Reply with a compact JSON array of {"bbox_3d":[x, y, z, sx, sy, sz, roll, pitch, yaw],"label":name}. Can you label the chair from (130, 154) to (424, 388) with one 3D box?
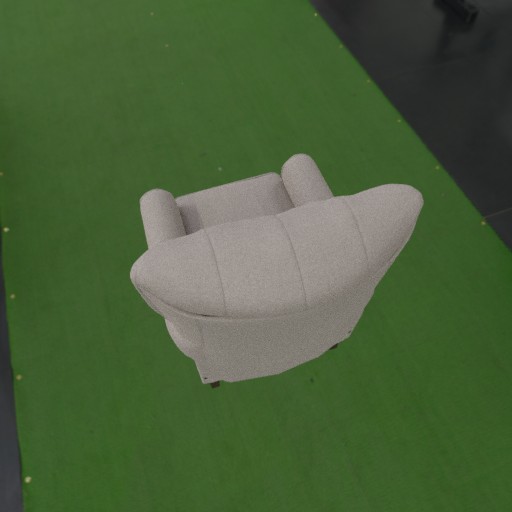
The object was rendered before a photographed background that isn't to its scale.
[{"bbox_3d":[0.000,0.000,1.930,0.942,1.209,1.025,-15,59,-9],"label":"chair"}]
